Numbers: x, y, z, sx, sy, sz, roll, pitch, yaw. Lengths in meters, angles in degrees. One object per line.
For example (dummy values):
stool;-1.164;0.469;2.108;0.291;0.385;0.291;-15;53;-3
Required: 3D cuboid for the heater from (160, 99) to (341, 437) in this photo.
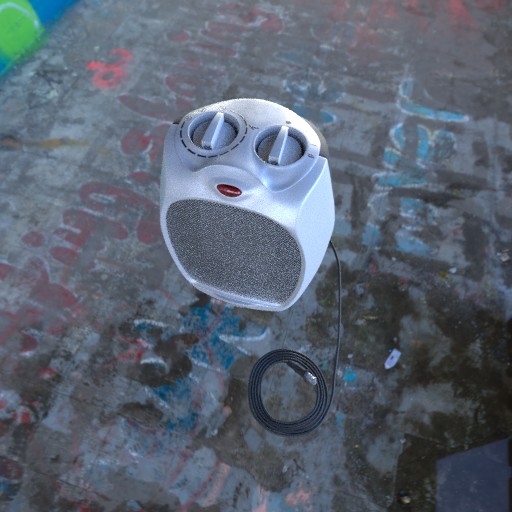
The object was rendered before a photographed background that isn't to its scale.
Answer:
heater;0.000;0.000;0.466;0.239;0.240;0.291;15;61;9
